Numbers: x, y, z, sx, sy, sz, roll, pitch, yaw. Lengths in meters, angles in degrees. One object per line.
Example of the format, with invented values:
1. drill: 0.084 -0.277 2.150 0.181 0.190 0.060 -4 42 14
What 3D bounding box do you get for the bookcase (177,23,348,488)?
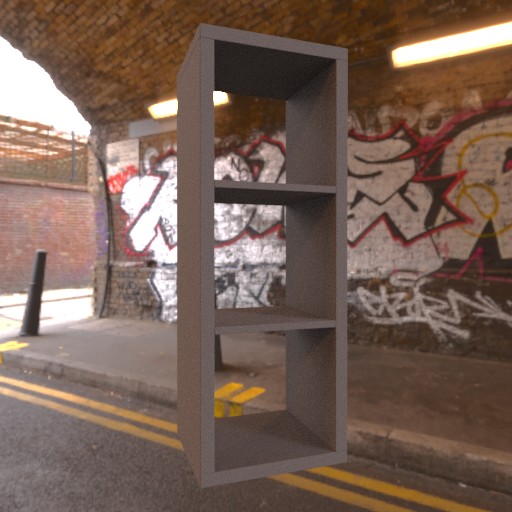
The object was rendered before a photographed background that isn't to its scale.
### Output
1. bookcase: 0.000 0.000 1.247 0.390 1.080 0.330 0 1 -19
